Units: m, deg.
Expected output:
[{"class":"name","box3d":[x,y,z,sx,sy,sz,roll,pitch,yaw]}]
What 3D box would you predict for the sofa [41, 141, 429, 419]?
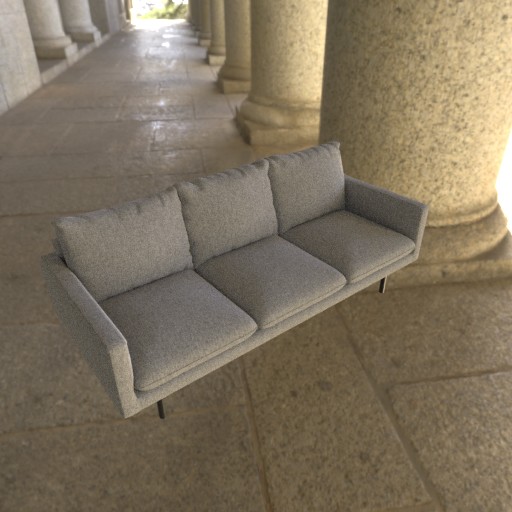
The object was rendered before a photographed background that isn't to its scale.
[{"class":"sofa","box3d":[0.000,0.000,2.456,2.000,0.830,0.850,-22,38,-32]}]
